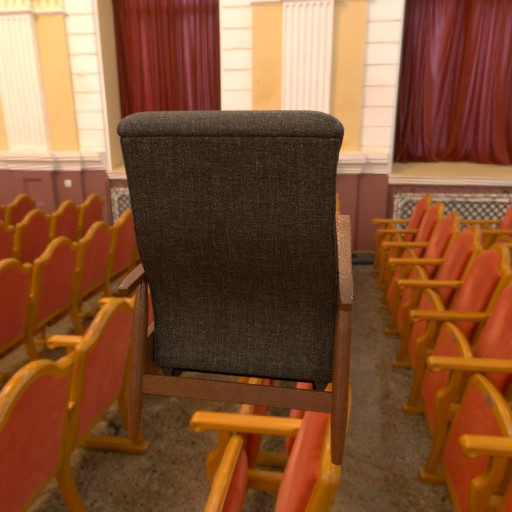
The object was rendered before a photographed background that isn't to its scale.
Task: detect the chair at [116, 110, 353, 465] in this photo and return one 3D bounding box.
[{"bbox_3d":[0.000,0.000,1.792,0.762,1.082,1.014,3,16,10],"label":"chair"}]
